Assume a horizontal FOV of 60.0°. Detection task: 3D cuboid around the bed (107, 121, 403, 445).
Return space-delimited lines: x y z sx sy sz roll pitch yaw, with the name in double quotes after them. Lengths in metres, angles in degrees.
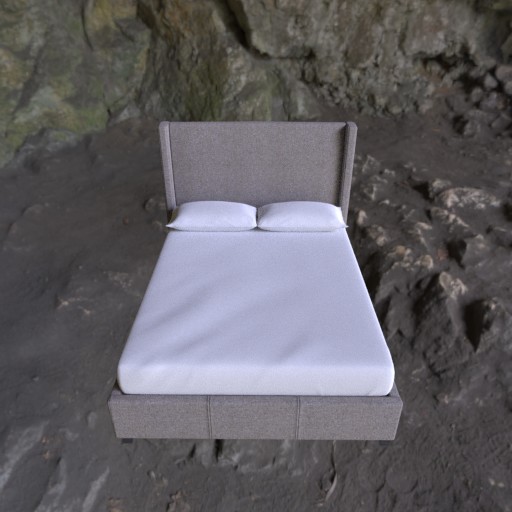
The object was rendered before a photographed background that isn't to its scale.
0.000 0.000 3.341 1.714 1.476 2.245 0 31 0 "bed"
